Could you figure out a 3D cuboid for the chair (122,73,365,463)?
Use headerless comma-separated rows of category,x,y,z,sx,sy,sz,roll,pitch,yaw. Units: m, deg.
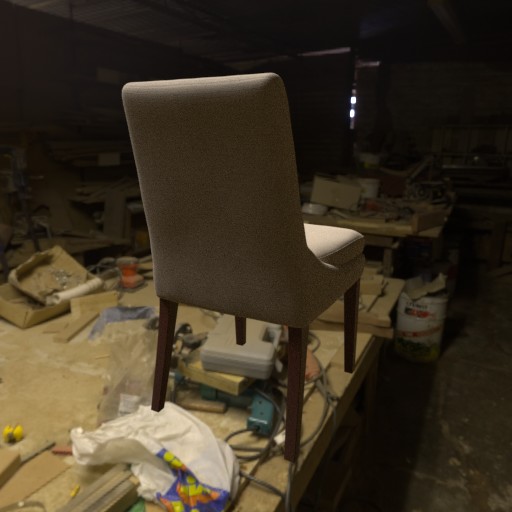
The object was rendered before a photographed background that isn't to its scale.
chair,0.000,0.000,1.325,0.515,0.940,0.638,8,18,27
